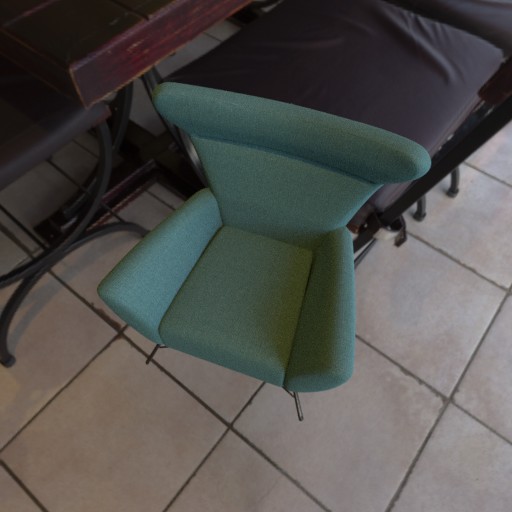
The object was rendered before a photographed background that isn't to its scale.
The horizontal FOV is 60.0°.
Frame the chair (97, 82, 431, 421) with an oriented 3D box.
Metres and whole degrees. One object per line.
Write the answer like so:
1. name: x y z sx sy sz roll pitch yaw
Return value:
1. chair: 0.000 0.000 1.812 1.050 0.980 0.900 17 60 10
